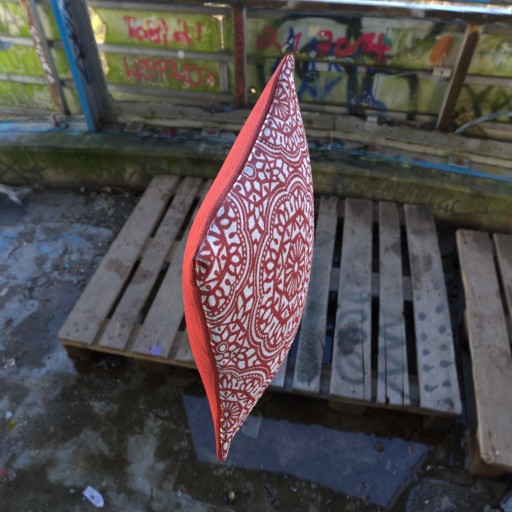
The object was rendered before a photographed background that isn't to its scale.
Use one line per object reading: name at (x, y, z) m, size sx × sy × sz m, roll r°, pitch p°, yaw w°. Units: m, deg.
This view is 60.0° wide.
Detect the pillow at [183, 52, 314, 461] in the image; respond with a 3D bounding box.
pillow at (0.000, 0.000, 0.646) m, size 0.162 × 0.419 × 0.438 m, roll 9°, pitch 46°, yaw 9°
